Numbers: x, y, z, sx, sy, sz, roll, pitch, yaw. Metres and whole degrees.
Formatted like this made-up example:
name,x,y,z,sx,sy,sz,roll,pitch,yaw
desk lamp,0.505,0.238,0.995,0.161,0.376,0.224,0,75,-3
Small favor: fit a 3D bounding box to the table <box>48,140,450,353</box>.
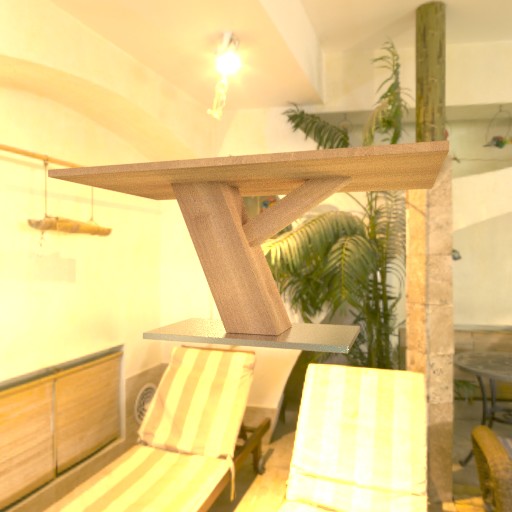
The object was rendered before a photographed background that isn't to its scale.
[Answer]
name,x,y,z,sx,sy,sz,roll,pitch,yaw
table,0.000,0.000,2.096,1.600,0.750,0.900,0,0,18
